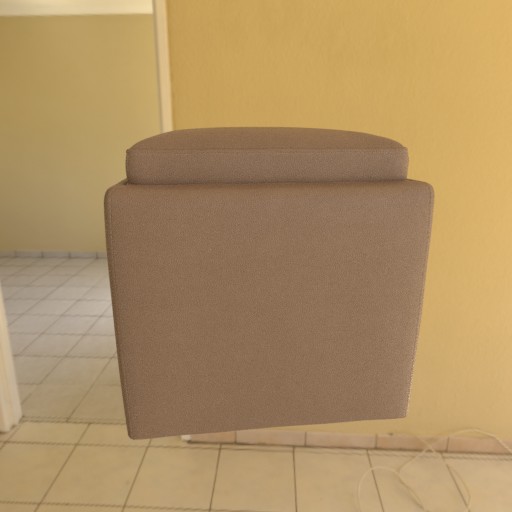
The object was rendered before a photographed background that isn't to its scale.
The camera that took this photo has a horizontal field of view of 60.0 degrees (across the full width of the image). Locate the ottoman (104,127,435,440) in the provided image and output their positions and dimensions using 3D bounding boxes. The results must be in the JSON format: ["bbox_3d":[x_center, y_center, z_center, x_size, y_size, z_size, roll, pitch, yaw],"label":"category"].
[{"bbox_3d":[0.000,0.000,0.822,0.451,0.460,0.450,-2,17,-7],"label":"ottoman"}]
